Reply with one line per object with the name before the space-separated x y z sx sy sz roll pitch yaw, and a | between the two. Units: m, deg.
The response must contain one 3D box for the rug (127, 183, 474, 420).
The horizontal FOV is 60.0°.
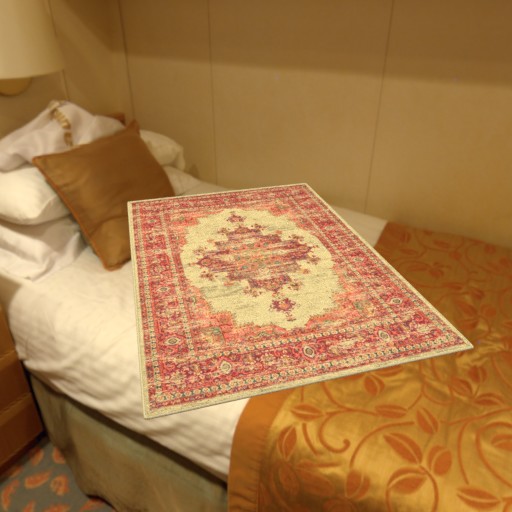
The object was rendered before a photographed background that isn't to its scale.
rug | 0.000 0.000 3.697 2.005 0.014 2.878 -8 31 -13
